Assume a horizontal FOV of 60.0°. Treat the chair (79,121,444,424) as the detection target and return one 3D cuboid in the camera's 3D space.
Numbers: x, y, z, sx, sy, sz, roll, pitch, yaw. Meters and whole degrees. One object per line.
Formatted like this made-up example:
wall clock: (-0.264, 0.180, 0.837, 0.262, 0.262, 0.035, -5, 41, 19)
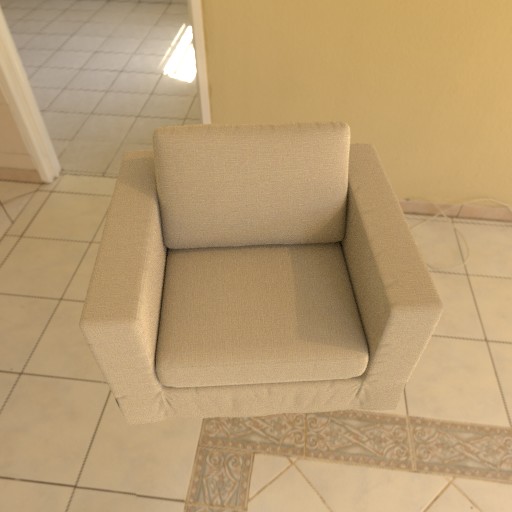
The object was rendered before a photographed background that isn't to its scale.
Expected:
chair: (0.000, 0.000, 1.794, 1.150, 0.878, 0.957, -2, 47, -2)
